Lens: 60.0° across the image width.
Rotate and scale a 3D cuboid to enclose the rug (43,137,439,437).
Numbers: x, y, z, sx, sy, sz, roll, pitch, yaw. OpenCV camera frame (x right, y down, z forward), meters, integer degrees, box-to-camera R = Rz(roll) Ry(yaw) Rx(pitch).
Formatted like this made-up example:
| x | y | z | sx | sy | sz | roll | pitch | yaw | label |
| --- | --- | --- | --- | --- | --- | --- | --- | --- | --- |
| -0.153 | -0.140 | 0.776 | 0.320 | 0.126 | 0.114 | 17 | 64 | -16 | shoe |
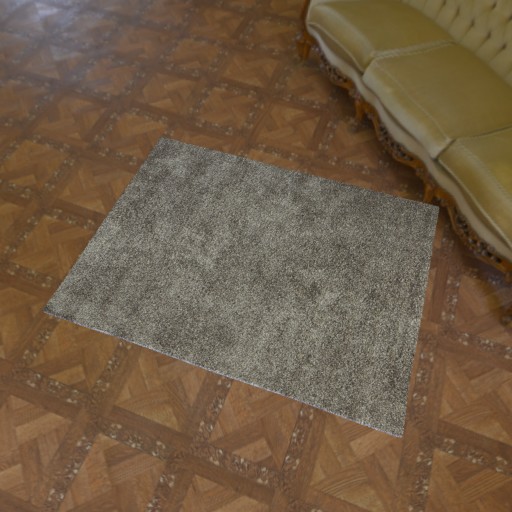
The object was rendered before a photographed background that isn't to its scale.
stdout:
| x | y | z | sx | sy | sz | roll | pitch | yaw | label |
| --- | --- | --- | --- | --- | --- | --- | --- | --- | --- |
| 0.000 | 0.000 | 2.148 | 1.601 | 0.025 | 1.198 | 16 | 58 | 11 | rug |
